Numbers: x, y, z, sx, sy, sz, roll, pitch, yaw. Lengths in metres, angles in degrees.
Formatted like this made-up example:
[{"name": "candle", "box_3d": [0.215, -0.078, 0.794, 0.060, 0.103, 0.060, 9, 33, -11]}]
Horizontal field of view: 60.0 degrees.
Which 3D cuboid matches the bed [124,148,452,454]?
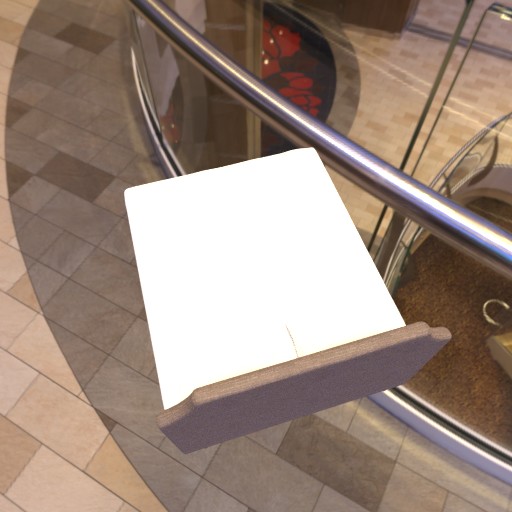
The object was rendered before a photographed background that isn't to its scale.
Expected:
[{"name": "bed", "box_3d": [0.000, 0.000, 4.201, 2.350, 1.590, 2.773, -14, 60, -9]}]
